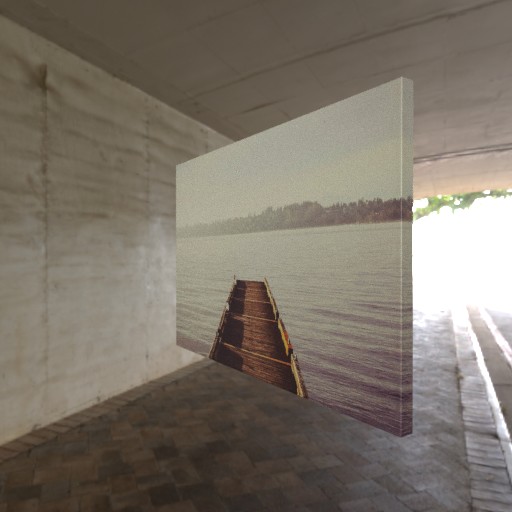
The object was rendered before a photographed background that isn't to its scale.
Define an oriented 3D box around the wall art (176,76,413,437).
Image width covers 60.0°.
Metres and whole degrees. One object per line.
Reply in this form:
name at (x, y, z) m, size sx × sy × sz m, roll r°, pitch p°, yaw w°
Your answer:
wall art at (0.000, 0.000, 0.761) m, size 0.021 × 0.410 × 0.615 m, roll 0°, pitch 0°, yaw -34°
